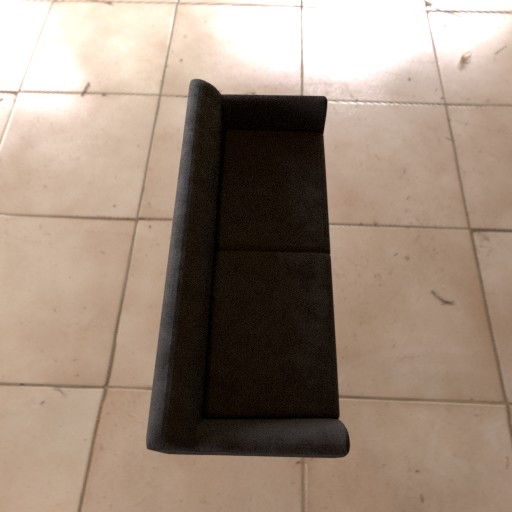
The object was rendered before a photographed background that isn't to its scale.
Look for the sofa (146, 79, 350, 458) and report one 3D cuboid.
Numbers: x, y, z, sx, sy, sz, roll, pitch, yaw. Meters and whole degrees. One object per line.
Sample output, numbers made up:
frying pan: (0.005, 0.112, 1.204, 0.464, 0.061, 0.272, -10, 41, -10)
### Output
sofa: (0.000, 0.000, 2.658, 0.900, 0.740, 2.190, 1, 64, 1)
